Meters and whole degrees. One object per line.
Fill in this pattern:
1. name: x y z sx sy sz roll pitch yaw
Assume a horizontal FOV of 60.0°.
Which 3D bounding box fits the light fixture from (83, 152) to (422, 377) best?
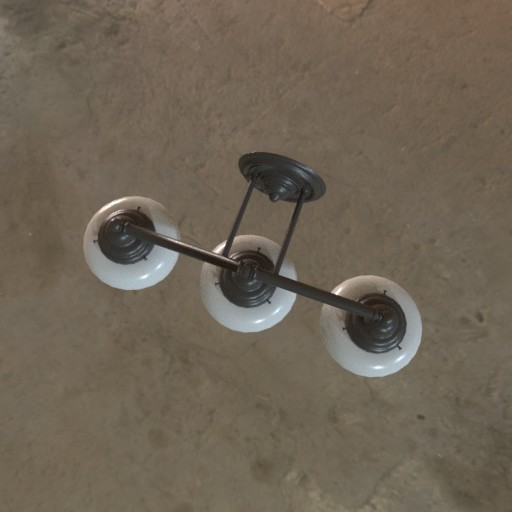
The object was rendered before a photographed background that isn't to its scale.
1. light fixture: 0.000 0.000 0.707 0.587 0.242 0.239 19 76 5
